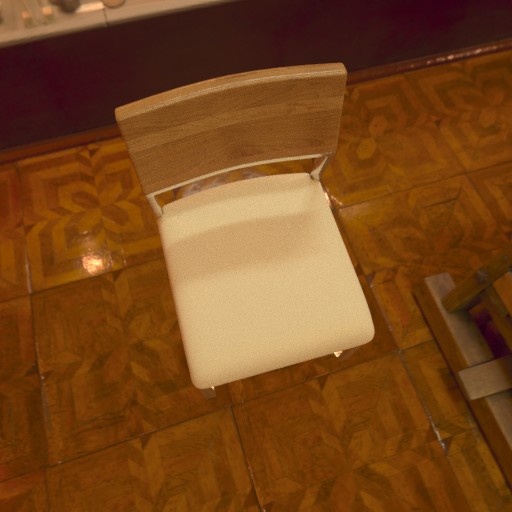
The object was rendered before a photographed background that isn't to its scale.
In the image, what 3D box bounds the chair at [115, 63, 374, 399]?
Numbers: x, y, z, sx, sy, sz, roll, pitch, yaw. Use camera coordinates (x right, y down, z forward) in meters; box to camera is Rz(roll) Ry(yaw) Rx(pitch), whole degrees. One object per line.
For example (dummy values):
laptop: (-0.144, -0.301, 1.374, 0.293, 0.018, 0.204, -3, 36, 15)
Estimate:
chair: (0.000, 0.000, 1.175, 0.467, 0.844, 0.585, -14, 65, -7)
